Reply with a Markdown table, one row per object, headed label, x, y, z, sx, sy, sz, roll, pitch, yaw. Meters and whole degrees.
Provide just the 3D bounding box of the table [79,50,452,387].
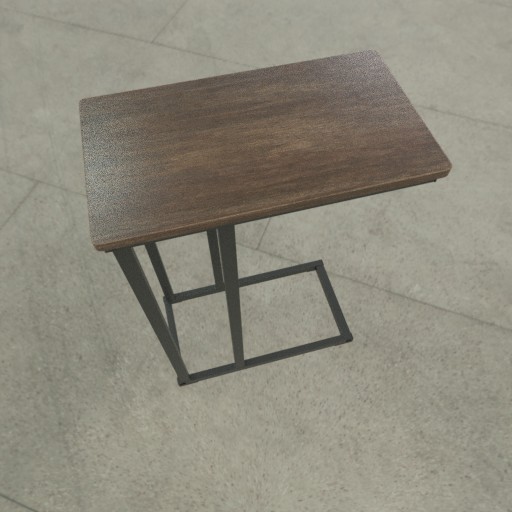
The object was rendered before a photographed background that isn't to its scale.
| label | x | y | z | sx | sy | sz | roll | pitch | yaw |
| --- | --- | --- | --- | --- | --- | --- | --- | --- | --- |
| table | 0.000 | 0.000 | 0.862 | 0.450 | 0.637 | 0.254 | -13 | 60 | -8 |
